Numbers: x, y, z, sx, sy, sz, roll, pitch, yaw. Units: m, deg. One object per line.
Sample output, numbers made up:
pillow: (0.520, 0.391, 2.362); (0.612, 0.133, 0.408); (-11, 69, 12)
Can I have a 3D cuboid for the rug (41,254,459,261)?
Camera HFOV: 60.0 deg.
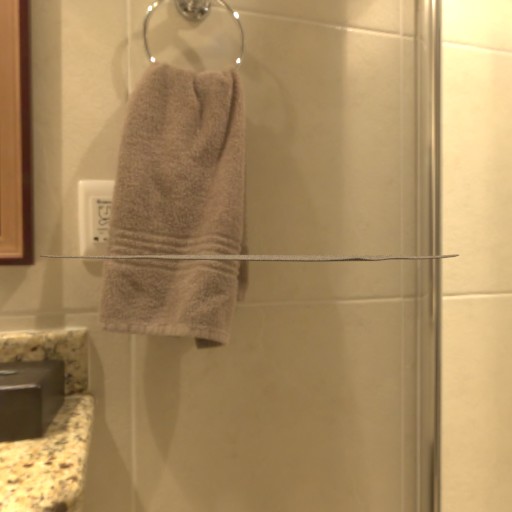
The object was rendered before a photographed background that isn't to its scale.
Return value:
rug: (0.000, 0.000, 3.933); (2.925, 0.026, 2.343); (0, 1, 36)
